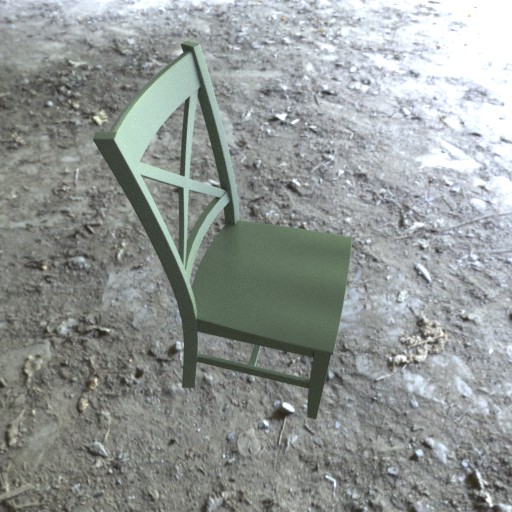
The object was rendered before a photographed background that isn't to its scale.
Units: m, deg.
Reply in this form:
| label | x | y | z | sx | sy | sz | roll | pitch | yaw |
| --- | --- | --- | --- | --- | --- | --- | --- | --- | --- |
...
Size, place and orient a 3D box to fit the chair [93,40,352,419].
| label | x | y | z | sx | sy | sz | roll | pitch | yaw |
| --- | --- | --- | --- | --- | --- | --- | --- | --- | --- |
| chair | 0.000 | 0.000 | 1.289 | 0.542 | 0.983 | 0.485 | 11 | 47 | 10 |
